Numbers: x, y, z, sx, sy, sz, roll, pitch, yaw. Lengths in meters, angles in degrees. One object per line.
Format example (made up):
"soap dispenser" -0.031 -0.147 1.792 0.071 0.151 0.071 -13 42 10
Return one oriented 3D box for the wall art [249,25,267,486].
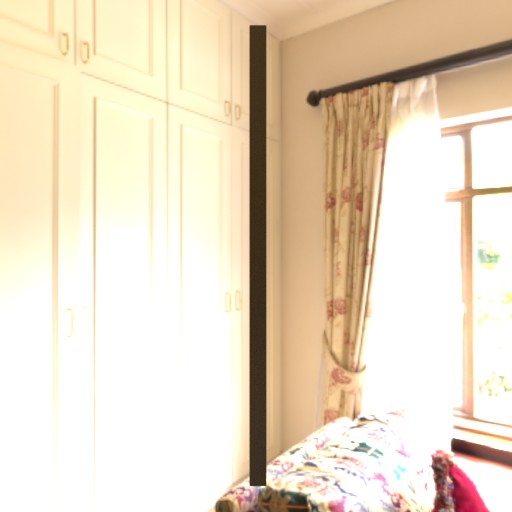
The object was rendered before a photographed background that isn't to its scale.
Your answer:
"wall art" 0.000 0.000 1.422 0.039 1.061 0.804 0 0 -1
